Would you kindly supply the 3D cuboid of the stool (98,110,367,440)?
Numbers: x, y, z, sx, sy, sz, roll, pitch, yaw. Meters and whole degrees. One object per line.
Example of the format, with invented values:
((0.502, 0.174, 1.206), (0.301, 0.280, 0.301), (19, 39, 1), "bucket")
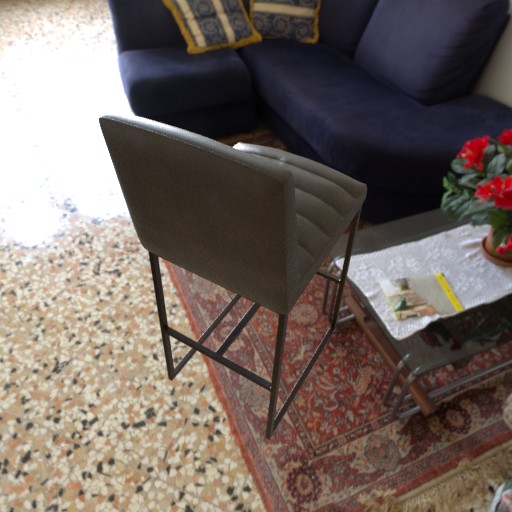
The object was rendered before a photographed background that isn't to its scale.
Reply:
((0.000, 0.000, 1.356), (0.463, 1.065, 0.562), (23, 50, 22), "stool")
